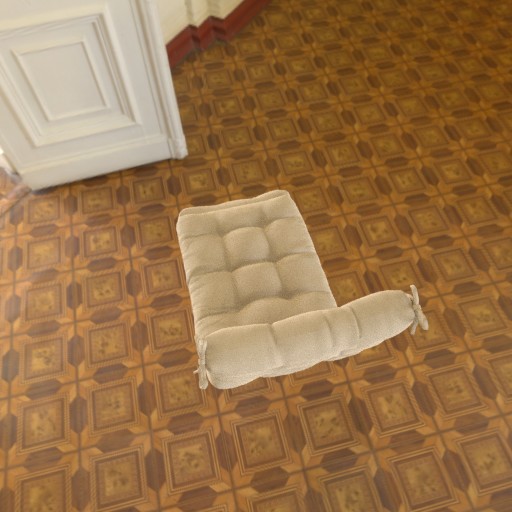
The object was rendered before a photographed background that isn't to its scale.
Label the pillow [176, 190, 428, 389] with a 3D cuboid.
[{"bbox_3d":[0.000,0.000,1.504,0.526,0.863,1.016,-12,59,-7],"label":"pillow"}]
